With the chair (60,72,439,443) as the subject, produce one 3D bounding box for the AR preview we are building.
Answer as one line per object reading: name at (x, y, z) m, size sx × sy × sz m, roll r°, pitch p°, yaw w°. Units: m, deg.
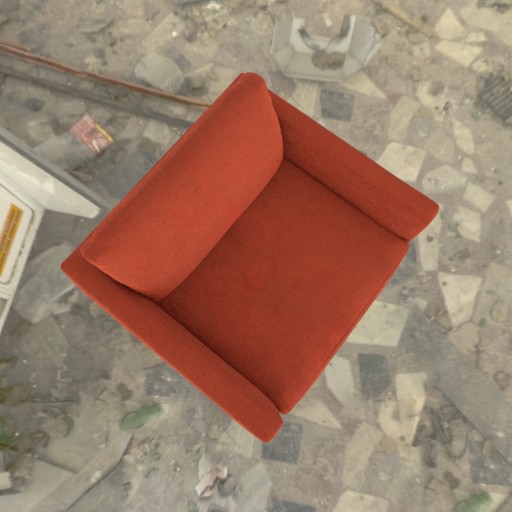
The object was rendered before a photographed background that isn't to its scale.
chair at (0.000, 0.000, 1.634) m, size 0.875 × 0.812 × 0.964 m, roll 37°, pitch 78°, yaw 10°
